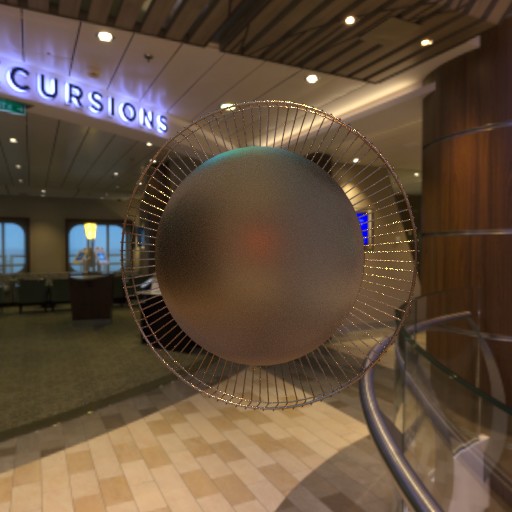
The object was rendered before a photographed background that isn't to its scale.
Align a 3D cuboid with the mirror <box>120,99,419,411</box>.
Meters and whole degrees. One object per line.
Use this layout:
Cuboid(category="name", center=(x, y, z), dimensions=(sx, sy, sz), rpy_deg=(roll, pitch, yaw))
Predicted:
Cuboid(category="mirror", center=(0.000, 0.000, 1.017), dimensions=(0.703, 0.703, 0.067), rpy_deg=(0, 1, 17))
